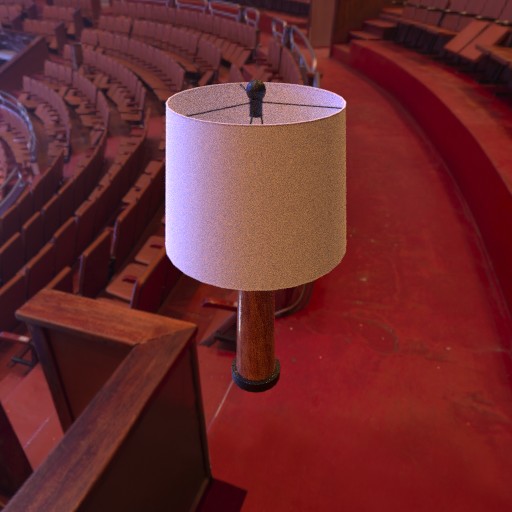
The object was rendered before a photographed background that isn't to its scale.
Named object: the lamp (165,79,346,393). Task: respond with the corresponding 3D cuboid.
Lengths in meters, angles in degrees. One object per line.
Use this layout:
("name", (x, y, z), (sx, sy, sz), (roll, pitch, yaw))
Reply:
("lamp", (0.000, 0.000, 0.887), (0.349, 0.667, 0.349), (0, 32, 0))
